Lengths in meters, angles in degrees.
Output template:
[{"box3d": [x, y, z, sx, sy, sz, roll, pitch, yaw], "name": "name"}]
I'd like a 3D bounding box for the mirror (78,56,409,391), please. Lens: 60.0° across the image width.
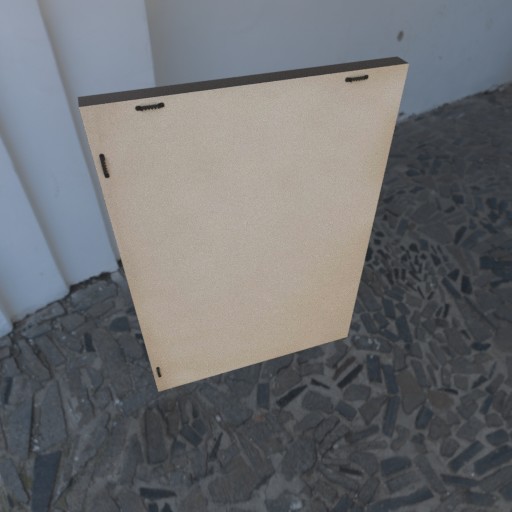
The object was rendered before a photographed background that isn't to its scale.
[{"box3d": [0.000, 0.000, 0.898, 0.507, 0.710, 0.040, -13, 44, -14], "name": "mirror"}]
